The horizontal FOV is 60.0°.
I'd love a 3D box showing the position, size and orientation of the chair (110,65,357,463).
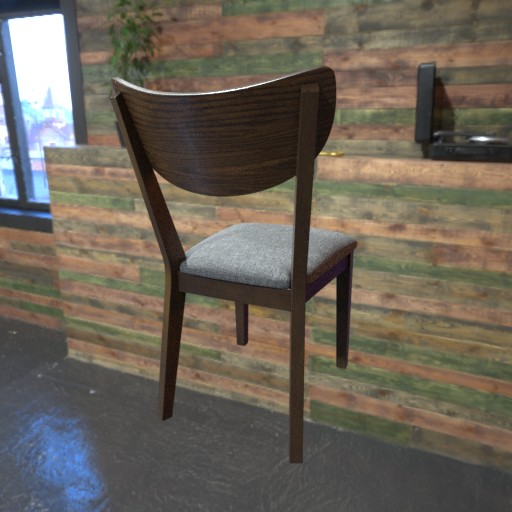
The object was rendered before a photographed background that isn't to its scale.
[{"bbox_3d":[0.000,0.000,1.152,0.491,0.849,0.583,8,18,24],"label":"chair"}]
